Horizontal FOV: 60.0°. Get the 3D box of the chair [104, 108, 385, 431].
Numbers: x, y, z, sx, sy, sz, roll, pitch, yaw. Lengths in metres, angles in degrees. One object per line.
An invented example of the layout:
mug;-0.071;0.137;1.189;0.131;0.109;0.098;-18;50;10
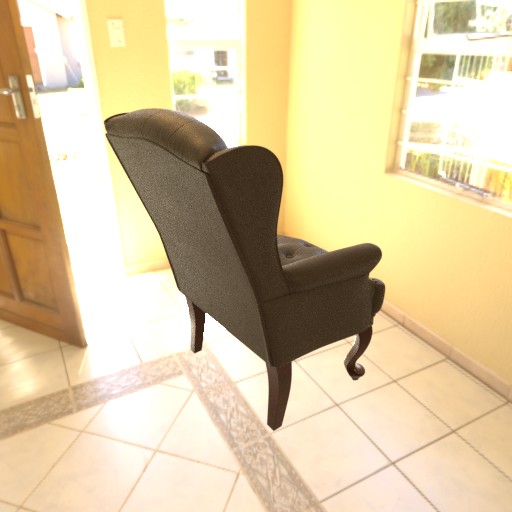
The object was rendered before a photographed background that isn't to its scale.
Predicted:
chair;0.000;0.000;1.706;0.819;1.132;0.829;-19;32;-33
